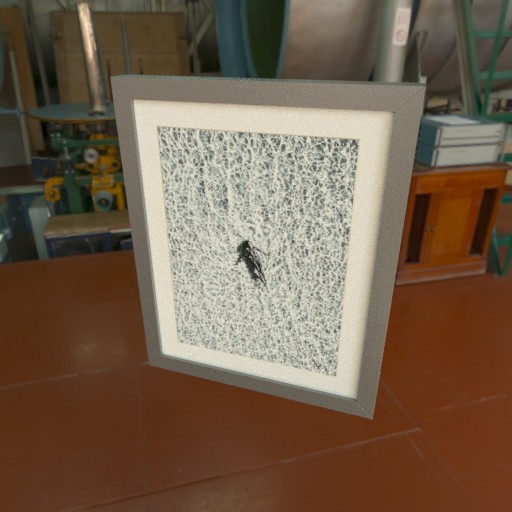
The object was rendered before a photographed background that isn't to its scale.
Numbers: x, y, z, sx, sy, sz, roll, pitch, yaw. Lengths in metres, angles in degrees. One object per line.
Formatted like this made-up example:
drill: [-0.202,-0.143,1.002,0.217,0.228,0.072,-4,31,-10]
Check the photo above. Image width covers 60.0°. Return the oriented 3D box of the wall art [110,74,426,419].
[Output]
wall art: [0.000,0.000,0.510,0.308,0.379,0.030,9,28,17]
